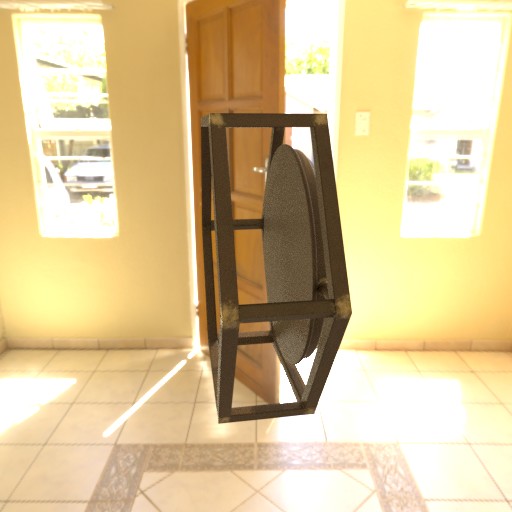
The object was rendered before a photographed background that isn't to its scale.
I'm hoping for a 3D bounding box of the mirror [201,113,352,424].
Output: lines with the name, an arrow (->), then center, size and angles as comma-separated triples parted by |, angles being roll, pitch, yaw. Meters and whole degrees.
mirror -> 0.000, 0.000, 0.555 | 0.119, 0.334, 0.380 | -3, 16, -9
